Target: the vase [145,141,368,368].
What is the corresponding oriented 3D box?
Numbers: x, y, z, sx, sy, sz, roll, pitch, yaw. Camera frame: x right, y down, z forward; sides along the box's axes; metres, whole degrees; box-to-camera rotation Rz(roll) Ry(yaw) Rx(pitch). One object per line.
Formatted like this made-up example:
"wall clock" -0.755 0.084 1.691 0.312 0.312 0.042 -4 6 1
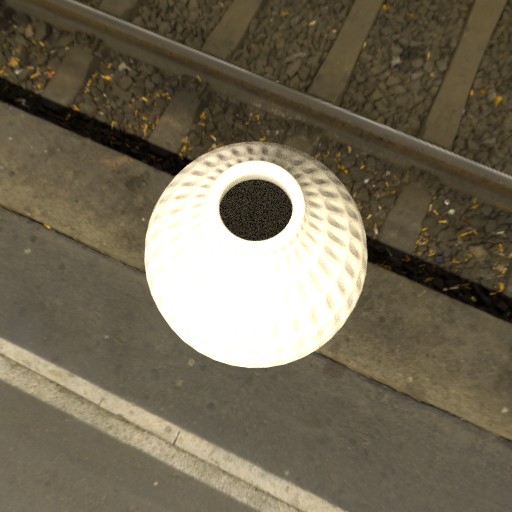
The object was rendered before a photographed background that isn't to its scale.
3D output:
"vase" 0.000 0.000 0.331 0.162 0.223 0.162 0 76 0
